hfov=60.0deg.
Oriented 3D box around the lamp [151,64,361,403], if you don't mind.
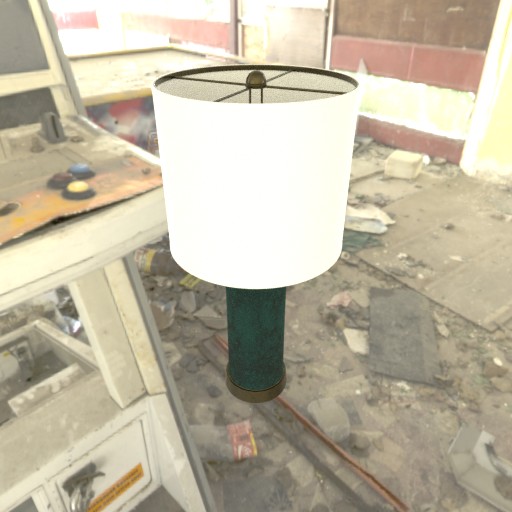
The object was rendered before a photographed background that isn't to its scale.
[{"bbox_3d":[0.000,0.000,0.805,0.301,0.630,0.301,-10,33,-16],"label":"lamp"}]
